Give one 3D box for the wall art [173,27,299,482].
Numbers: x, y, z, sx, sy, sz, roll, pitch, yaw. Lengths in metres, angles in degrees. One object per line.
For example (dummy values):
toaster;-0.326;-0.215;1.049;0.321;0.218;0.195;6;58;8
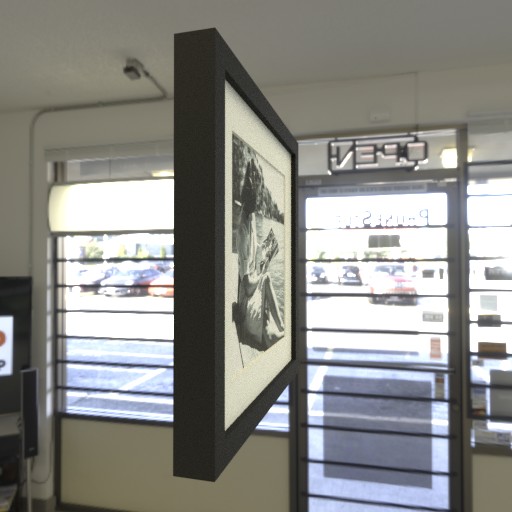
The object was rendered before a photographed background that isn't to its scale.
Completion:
wall art;0.000;0.000;0.449;0.030;0.305;0.308;0;-1;16
